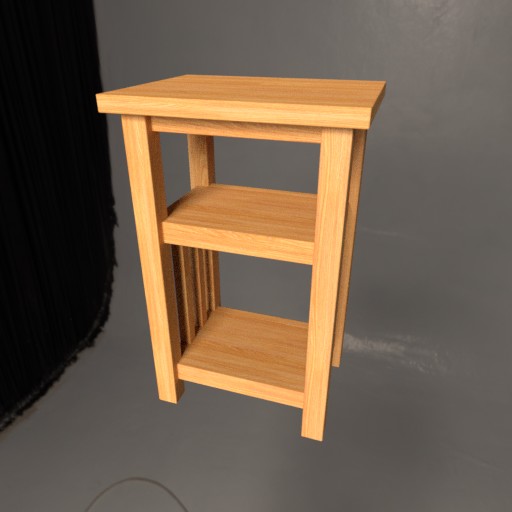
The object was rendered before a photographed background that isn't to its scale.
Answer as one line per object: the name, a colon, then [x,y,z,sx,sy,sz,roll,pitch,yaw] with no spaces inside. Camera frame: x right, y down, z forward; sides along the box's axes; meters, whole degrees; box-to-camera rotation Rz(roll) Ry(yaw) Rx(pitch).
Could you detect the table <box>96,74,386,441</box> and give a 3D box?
table: [0.000,0.000,0.767,0.350,0.550,0.270,9,29,16]
